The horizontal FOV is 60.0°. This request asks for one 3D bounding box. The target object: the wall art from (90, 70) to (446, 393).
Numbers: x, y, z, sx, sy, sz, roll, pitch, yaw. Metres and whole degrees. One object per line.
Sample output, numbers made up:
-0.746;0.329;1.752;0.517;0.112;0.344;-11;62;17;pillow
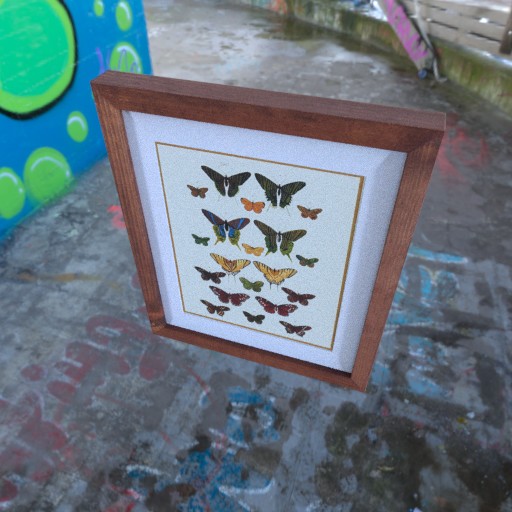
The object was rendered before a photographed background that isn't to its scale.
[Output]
0.000;0.000;0.614;0.377;0.449;0.039;12;44;13;wall art
